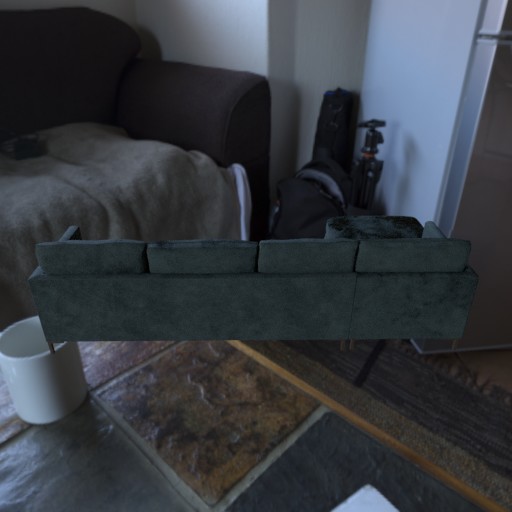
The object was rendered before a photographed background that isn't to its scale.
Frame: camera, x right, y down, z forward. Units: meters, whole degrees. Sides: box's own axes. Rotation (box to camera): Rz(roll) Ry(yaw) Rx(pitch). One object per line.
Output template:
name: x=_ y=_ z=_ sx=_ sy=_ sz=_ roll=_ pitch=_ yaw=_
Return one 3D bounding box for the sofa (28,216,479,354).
sofa: x=0.000 y=0.000 z=4.039 sx=3.400 sy=0.967 sz=1.500 roll=0 pitch=30 yaw=-1
